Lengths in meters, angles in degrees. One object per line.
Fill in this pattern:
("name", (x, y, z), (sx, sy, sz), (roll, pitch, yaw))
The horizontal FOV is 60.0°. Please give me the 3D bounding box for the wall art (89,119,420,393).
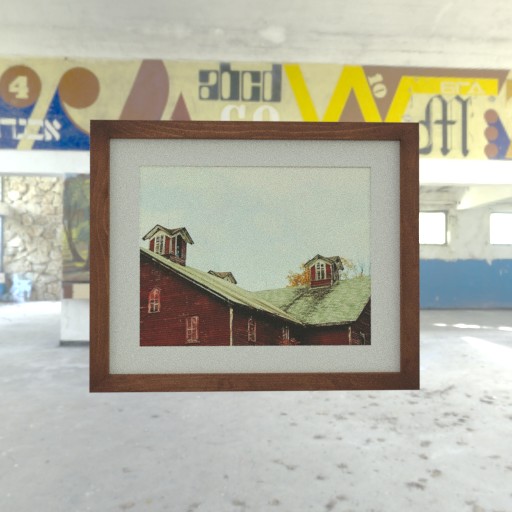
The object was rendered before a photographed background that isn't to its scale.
("wall art", (0.000, 0.000, 0.766), (0.558, 0.457, 0.033), (0, 0, -2))
